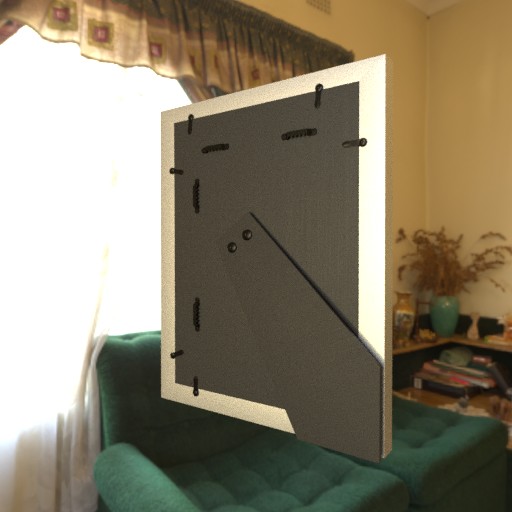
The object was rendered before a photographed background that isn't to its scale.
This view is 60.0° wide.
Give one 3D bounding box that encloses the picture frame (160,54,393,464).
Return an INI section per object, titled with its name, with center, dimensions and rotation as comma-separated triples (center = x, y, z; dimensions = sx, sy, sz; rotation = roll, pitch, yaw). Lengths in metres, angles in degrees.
[picture frame]
center = 0.000, 0.000, 0.514
dimensions = 0.307, 0.386, 0.036
rotation = 1, 1, 35
